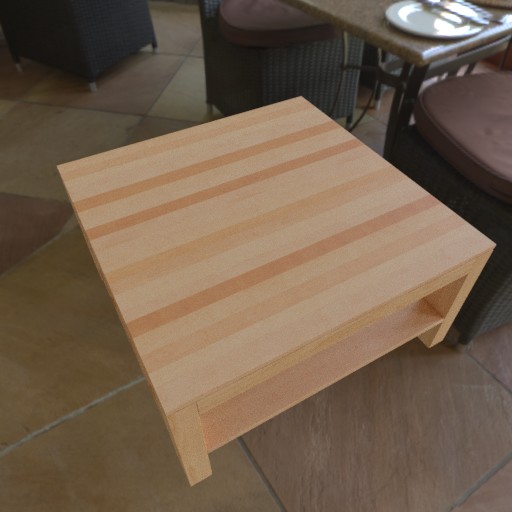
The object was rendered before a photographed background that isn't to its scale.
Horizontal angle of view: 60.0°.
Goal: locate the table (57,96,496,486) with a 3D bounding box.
[{"bbox_3d":[0.000,0.000,1.410,0.900,0.450,0.900,-22,51,-20],"label":"table"}]
